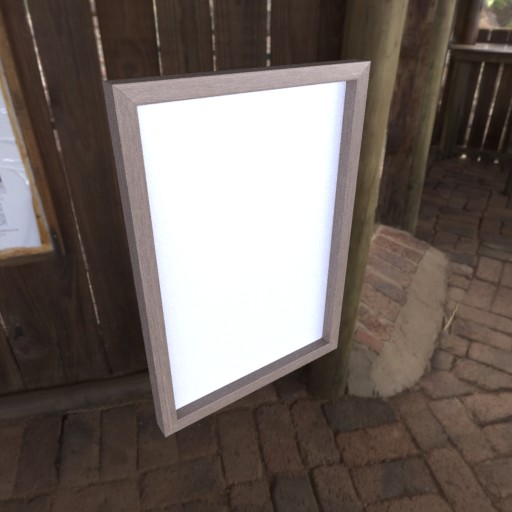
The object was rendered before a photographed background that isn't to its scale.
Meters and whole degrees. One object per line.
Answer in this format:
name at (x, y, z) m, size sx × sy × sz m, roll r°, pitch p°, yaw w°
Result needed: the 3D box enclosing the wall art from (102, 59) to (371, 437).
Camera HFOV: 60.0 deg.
wall art at (0.000, 0.000, 0.652) m, size 0.358 × 0.510 × 0.032 m, roll -19°, pitch 35°, yaw -30°
